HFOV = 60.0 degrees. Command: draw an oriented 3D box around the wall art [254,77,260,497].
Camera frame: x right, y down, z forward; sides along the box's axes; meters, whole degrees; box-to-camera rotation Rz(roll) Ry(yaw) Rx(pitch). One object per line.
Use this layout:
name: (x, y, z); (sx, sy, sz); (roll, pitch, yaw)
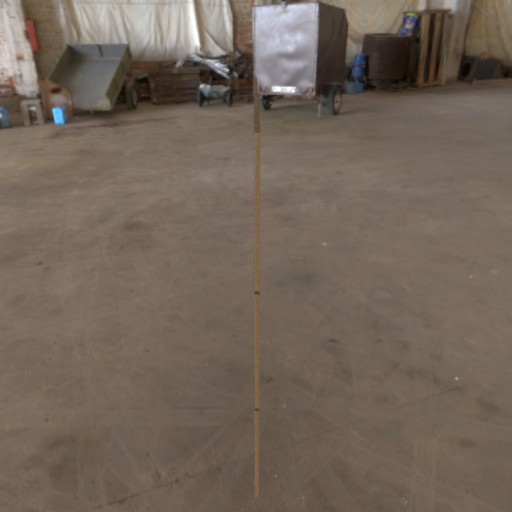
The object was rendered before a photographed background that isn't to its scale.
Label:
wall art: (0.000, 0.000, 1.766); (0.013, 1.216, 1.216); (0, 27, 0)
